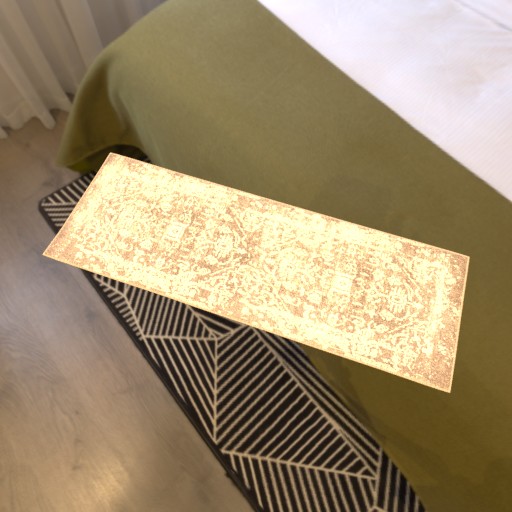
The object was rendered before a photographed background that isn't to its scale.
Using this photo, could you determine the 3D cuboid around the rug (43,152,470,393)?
[{"bbox_3d":[0.000,0.000,2.687,2.452,0.017,0.855,17,64,9],"label":"rug"}]
